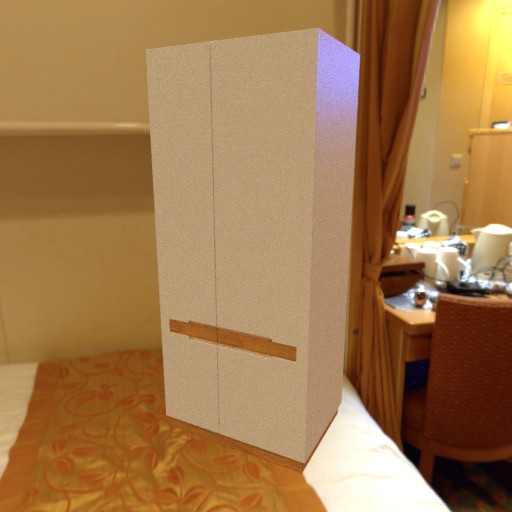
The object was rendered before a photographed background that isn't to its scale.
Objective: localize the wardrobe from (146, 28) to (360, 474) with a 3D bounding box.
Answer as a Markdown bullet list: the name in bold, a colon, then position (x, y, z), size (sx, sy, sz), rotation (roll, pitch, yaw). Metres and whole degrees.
- **wardrobe**: position (0.000, 0.000, 2.403), size (0.860, 2.040, 0.600), rotation (7, 16, 27)
